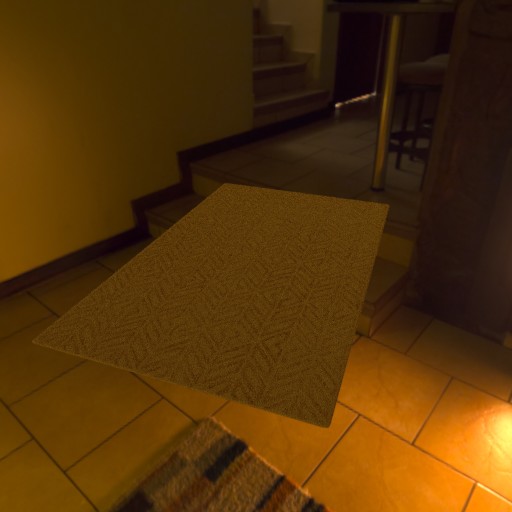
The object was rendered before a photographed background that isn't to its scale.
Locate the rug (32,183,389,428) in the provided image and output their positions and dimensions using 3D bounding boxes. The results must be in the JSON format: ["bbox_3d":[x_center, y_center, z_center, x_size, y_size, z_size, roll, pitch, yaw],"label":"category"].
[{"bbox_3d":[0.000,0.000,2.998,1.523,0.008,2.438,10,31,17],"label":"rug"}]
